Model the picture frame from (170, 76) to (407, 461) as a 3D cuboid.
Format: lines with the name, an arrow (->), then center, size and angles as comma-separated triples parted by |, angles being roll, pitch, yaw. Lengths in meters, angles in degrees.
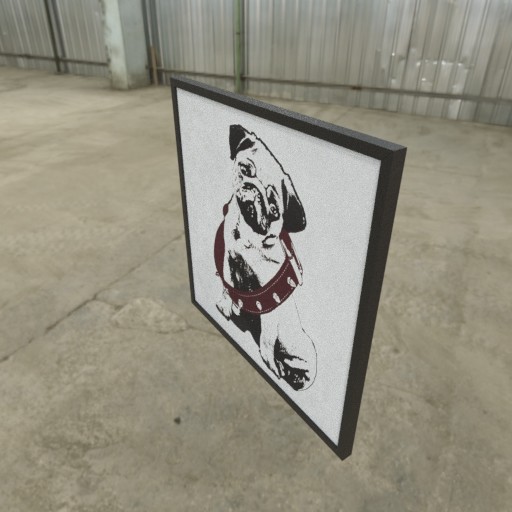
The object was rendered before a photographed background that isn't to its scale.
picture frame -> 0.000, 0.000, 1.156 | 0.032, 0.775, 0.775 | -20, 37, -29
